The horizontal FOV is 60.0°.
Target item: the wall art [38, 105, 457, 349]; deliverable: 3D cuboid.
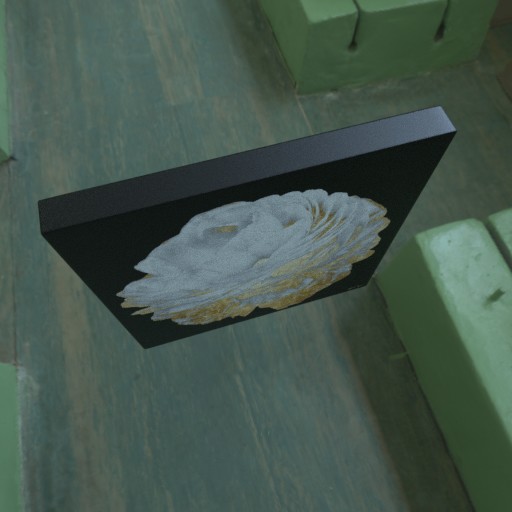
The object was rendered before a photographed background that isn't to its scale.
[{"bbox_3d":[0.000,0.000,0.602,0.406,0.407,0.041,-15,65,-7],"label":"wall art"}]
